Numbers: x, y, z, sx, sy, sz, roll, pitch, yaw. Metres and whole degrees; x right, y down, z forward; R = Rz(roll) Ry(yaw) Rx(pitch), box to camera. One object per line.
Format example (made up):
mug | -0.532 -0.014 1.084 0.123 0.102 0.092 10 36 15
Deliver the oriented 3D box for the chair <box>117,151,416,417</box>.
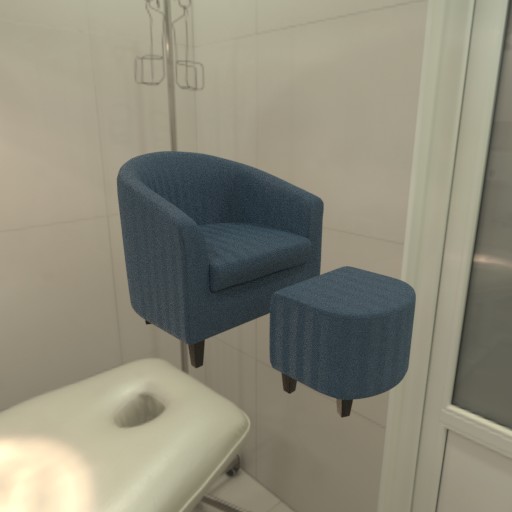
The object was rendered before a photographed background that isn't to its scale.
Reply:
chair | 0.000 0.000 1.757 0.756 0.757 1.288 -16 23 -42
